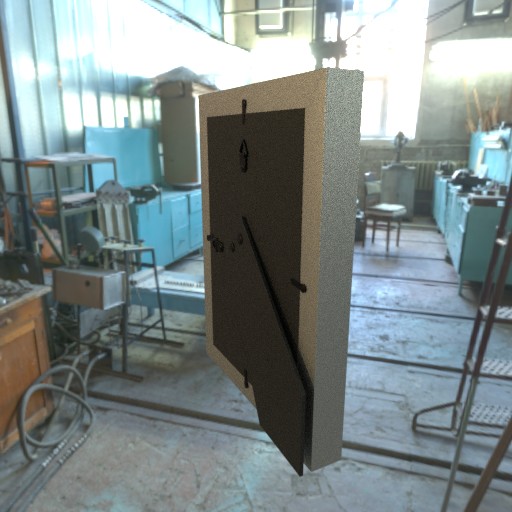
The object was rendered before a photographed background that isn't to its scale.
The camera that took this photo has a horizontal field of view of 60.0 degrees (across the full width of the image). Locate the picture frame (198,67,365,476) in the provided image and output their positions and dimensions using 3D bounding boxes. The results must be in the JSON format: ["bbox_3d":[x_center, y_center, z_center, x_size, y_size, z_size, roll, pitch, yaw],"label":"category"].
[{"bbox_3d":[0.000,0.000,0.287,0.028,0.208,0.157,-8,17,-27],"label":"picture frame"}]
